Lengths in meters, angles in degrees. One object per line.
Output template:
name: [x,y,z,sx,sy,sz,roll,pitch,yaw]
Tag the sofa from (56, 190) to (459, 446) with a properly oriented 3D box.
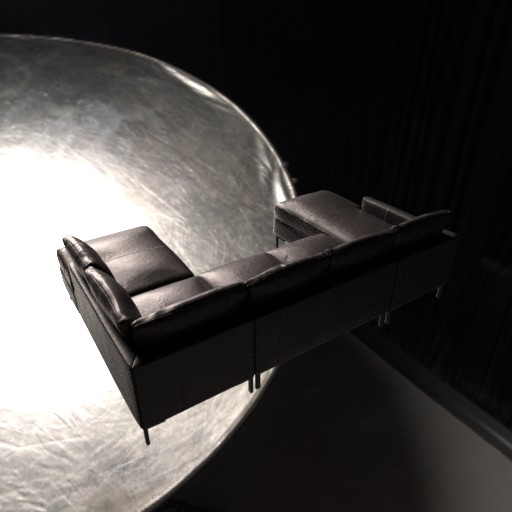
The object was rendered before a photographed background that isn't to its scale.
sofa: [0.000,0.000,3.902,2.956,0.900,1.939,-18,35,-29]
